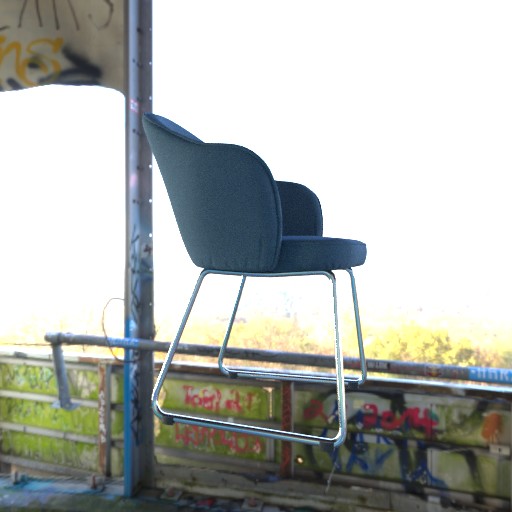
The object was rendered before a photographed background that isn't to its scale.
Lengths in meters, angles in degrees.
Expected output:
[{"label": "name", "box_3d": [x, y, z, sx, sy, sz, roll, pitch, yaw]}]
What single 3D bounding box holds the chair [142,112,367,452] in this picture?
[{"label": "chair", "box_3d": [0.000, 0.000, 1.231, 0.585, 0.815, 0.570, 0, 0, 19]}]
